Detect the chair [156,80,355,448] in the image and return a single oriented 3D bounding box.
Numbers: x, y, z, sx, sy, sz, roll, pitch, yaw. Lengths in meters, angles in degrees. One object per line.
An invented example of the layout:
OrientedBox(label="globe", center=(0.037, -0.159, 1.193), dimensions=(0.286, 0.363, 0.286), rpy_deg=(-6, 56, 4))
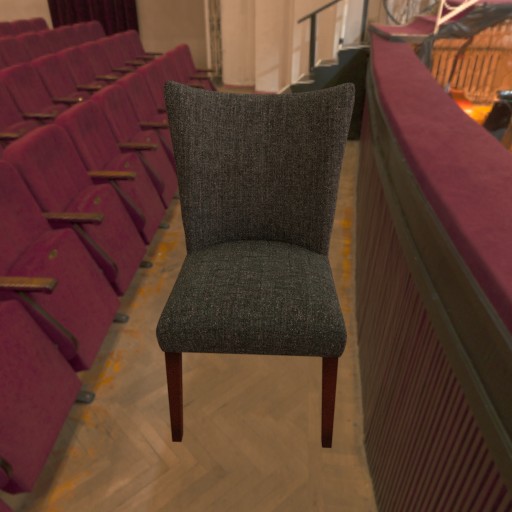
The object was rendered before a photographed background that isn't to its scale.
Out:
OrientedBox(label="chair", center=(0.000, 0.000, 1.323), dimensions=(0.535, 0.924, 0.623), rpy_deg=(1, 31, 2))
